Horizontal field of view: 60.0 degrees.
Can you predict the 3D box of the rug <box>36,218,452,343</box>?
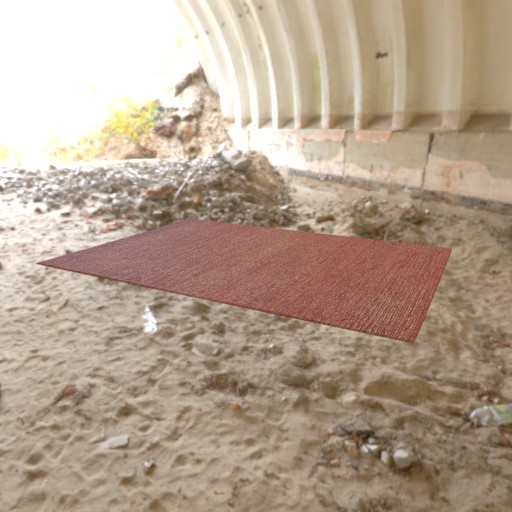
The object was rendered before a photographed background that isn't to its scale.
[{"bbox_3d":[0.000,0.000,5.136,3.965,0.025,2.803,8,18,27],"label":"rug"}]
